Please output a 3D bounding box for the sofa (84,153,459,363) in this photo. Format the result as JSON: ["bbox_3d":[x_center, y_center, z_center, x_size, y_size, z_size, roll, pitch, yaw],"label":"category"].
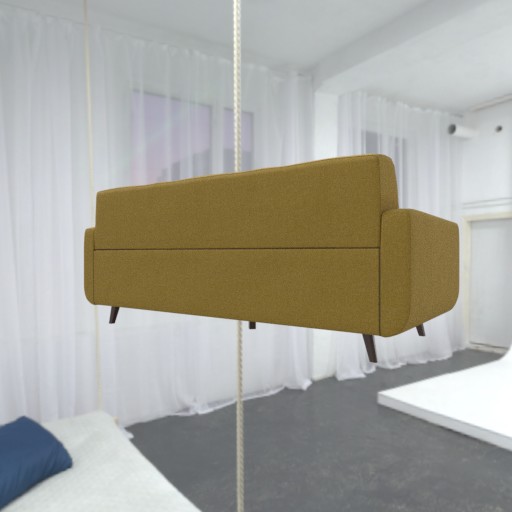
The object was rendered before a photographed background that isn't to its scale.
[{"bbox_3d":[0.000,0.000,2.561,2.029,0.841,0.909,0,0,36],"label":"sofa"}]
